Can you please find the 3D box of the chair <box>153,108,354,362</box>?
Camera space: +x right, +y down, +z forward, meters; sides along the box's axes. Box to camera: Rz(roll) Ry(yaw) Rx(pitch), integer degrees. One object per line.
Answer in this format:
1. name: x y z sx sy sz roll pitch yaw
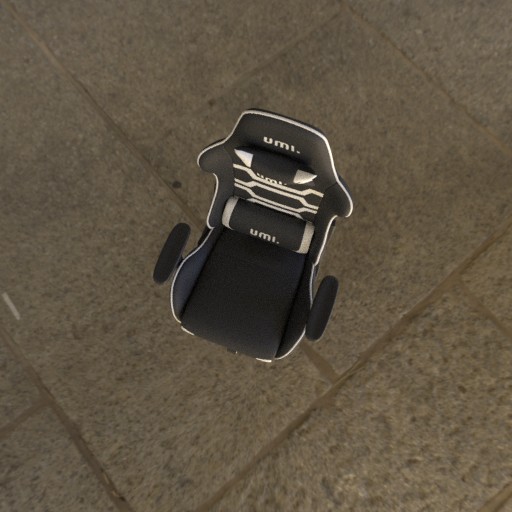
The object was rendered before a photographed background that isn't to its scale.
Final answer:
1. chair: 0.000 0.000 1.680 0.700 1.240 0.700 20 75 5
